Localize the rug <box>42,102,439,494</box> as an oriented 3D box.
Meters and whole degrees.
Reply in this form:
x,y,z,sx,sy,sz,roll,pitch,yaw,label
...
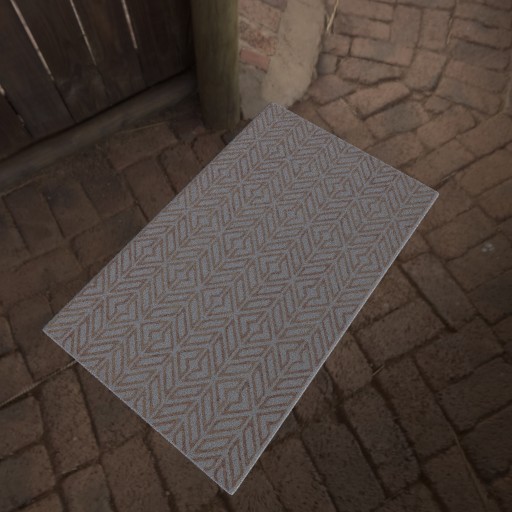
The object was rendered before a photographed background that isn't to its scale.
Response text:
x,y,z,sx,sy,sz,roll,pitch,yaw,label
0.000,0.000,3.003,1.523,0.008,2.438,34,68,16,rug
